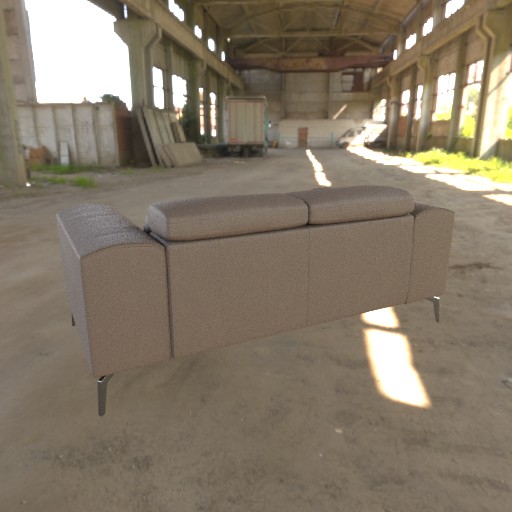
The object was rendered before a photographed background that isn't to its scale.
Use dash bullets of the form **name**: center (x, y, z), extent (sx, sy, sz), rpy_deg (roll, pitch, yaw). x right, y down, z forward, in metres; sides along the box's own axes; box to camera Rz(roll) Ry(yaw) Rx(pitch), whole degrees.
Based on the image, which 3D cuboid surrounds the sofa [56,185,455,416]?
- **sofa**: center (0.000, 0.000, 2.394), extent (1.895, 0.779, 1.003), rpy_deg (-8, 18, -27)
